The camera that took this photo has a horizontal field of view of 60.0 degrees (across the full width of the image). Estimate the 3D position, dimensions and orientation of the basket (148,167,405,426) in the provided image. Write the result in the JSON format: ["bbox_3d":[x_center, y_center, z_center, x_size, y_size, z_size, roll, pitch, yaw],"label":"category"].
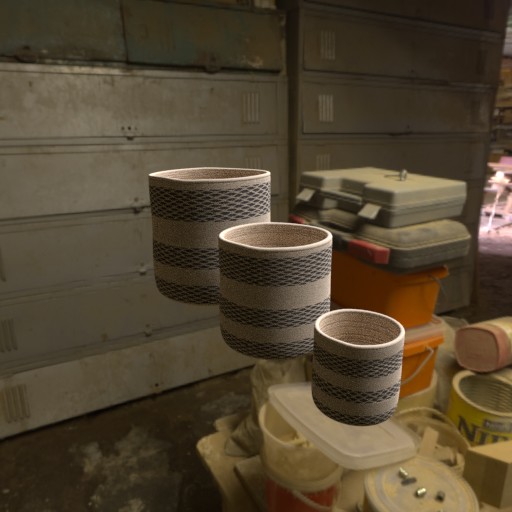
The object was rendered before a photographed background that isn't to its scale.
[{"bbox_3d":[0.000,0.000,1.077,0.351,0.356,0.917,-8,18,-26],"label":"basket"}]
